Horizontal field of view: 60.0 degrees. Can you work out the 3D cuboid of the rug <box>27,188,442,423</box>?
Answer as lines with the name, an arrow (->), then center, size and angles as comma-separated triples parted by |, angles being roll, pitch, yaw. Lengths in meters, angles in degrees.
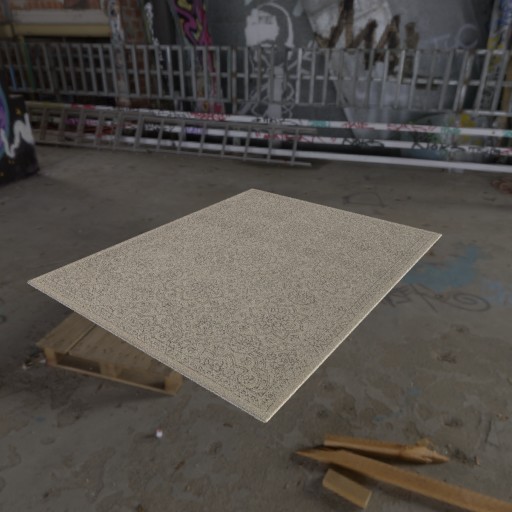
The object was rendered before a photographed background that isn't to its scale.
rug -> 0.000, 0.000, 4.081 | 2.441, 0.015, 3.050 | 19, 32, 33
